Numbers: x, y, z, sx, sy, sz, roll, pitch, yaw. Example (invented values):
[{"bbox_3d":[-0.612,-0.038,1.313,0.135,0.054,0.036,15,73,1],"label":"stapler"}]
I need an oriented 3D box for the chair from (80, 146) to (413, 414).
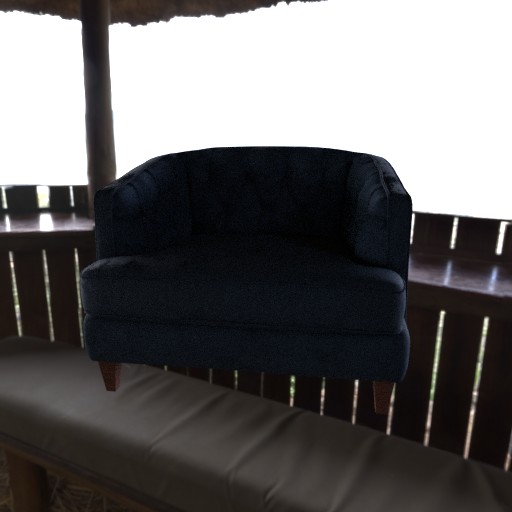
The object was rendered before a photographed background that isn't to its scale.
[{"bbox_3d":[0.000,0.000,1.776,1.094,0.852,0.940,2,14,8],"label":"chair"}]
